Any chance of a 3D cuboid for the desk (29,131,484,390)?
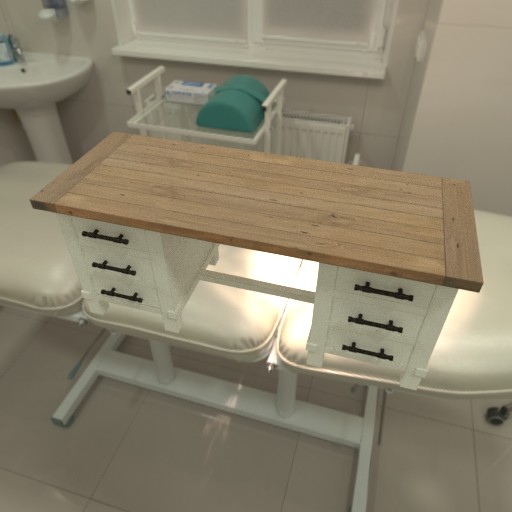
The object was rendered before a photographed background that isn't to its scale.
[{"bbox_3d":[0.000,0.000,2.186,1.803,0.760,0.688,11,42,12],"label":"desk"}]
